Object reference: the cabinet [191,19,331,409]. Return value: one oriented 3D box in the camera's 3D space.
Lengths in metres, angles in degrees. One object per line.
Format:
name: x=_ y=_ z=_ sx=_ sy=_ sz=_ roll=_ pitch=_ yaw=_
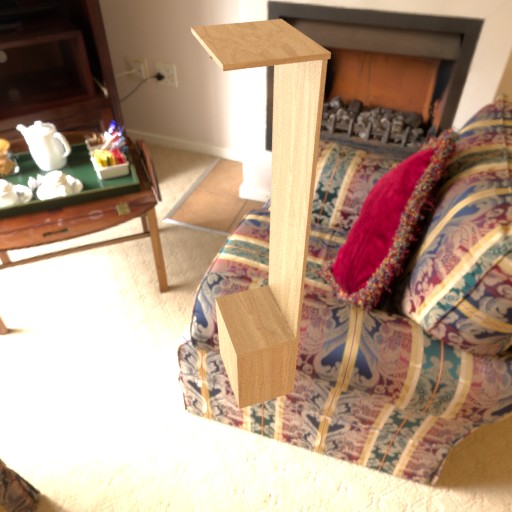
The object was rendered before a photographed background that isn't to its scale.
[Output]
cabinet: x=0.000 y=0.000 z=2.059 sx=0.338 sy=1.879 sz=0.411 roll=-13 pitch=43 yaw=-14
